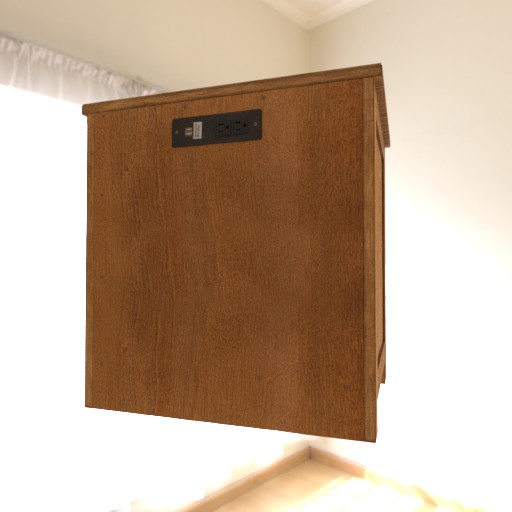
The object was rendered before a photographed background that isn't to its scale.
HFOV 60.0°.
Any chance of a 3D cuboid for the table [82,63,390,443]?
[{"bbox_3d":[0.000,0.000,1.050,0.601,0.625,0.494,0,-1,18],"label":"table"}]
